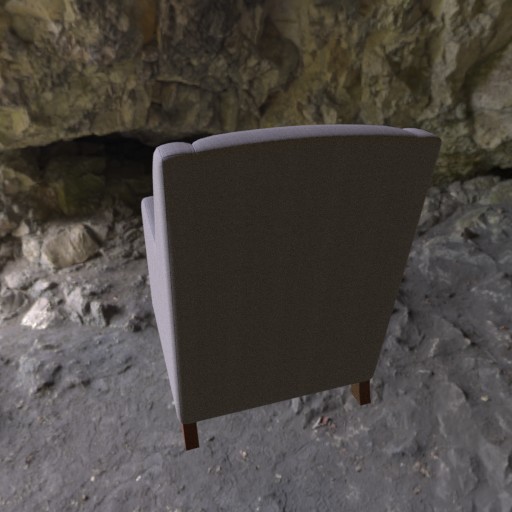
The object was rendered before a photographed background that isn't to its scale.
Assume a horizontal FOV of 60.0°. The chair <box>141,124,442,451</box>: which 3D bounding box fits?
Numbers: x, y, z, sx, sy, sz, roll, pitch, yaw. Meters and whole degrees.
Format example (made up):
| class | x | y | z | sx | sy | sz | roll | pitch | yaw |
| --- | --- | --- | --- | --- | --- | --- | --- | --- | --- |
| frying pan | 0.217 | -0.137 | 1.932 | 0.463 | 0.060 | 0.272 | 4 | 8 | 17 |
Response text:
| class | x | y | z | sx | sy | sz | roll | pitch | yaw |
| --- | --- | --- | --- | --- | --- | --- | --- | --- | --- |
| chair | 0.000 | 0.000 | 1.590 | 0.715 | 1.017 | 0.890 | -8 | 26 | -16 |
